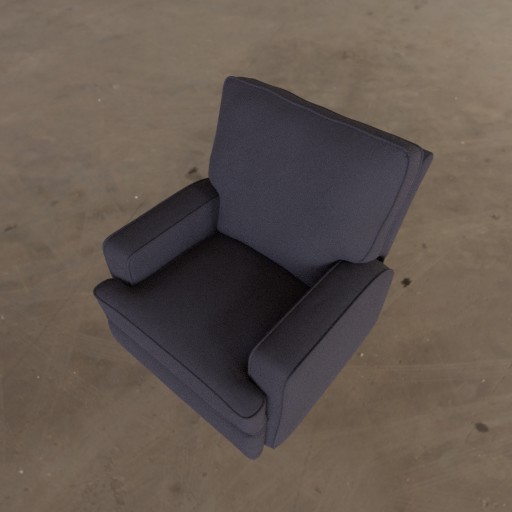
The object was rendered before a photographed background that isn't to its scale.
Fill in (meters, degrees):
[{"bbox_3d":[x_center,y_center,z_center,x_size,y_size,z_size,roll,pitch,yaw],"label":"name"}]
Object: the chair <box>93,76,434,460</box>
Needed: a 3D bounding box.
[{"bbox_3d":[0.000,0.000,1.634,0.861,0.962,0.964,32,55,26],"label":"chair"}]
